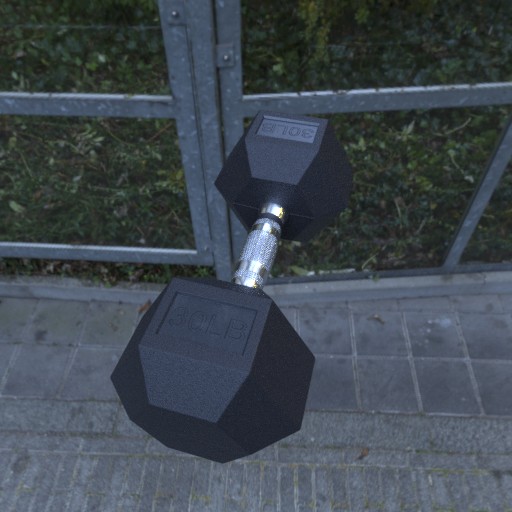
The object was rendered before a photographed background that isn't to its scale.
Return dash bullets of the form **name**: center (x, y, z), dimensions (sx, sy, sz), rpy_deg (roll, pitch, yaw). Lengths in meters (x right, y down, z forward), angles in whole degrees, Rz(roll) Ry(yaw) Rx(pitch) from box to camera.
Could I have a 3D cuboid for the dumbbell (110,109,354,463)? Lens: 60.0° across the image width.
- **dumbbell**: center (0.000, 0.000, 0.404), dimensions (0.142, 0.123, 0.337), rpy_deg (12, 49, 10)
